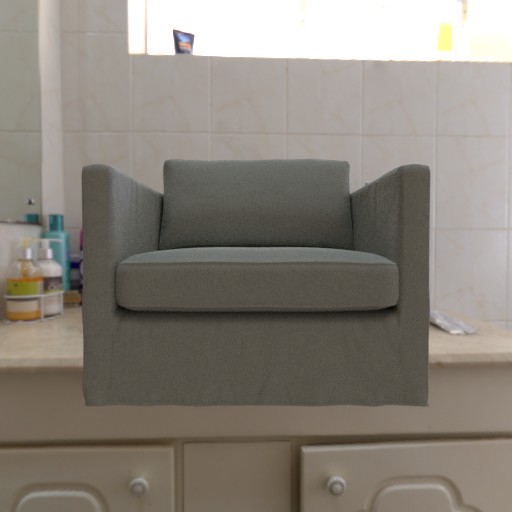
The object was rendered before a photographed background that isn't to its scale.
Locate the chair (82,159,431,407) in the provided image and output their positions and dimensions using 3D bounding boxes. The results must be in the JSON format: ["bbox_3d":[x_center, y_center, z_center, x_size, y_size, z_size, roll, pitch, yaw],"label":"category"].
[{"bbox_3d":[0.000,0.000,1.746,1.057,0.863,0.949,0,1,0],"label":"chair"}]
